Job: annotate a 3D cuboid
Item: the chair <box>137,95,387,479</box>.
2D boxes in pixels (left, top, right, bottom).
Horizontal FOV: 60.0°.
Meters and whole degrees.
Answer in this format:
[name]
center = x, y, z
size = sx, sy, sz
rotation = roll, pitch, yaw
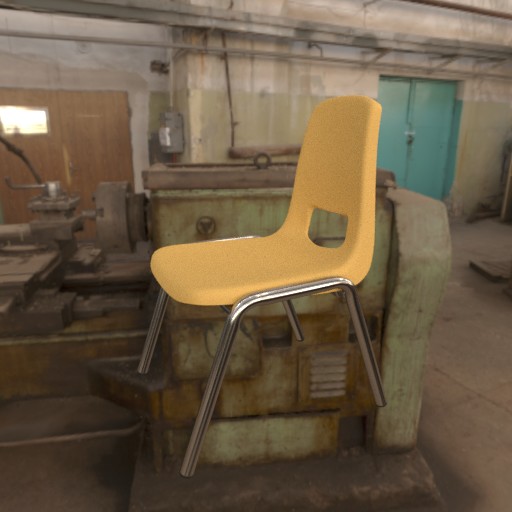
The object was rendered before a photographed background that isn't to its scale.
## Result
[chair]
center = 0.000, 0.000, 0.844
size = 0.423, 0.586, 0.354
rotation = -8, 18, -25
